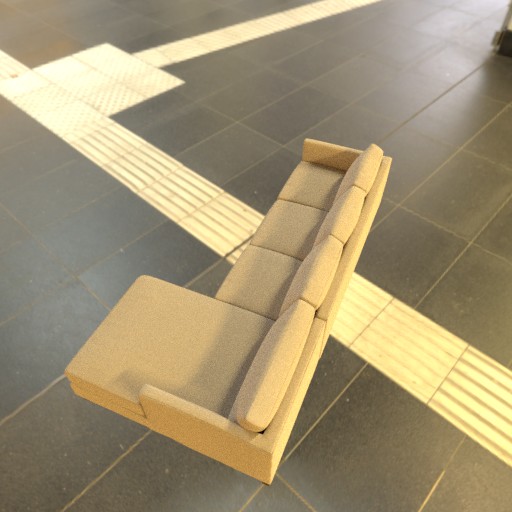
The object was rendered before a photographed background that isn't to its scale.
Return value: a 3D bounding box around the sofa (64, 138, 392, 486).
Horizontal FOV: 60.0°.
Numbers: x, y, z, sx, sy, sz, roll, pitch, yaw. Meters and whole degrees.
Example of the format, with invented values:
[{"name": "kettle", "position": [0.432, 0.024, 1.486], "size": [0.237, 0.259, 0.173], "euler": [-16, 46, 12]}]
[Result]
[{"name": "sofa", "position": [0.000, 0.000, 3.895], "size": [1.625, 0.861, 3.186], "euler": [18, 50, 16]}]
